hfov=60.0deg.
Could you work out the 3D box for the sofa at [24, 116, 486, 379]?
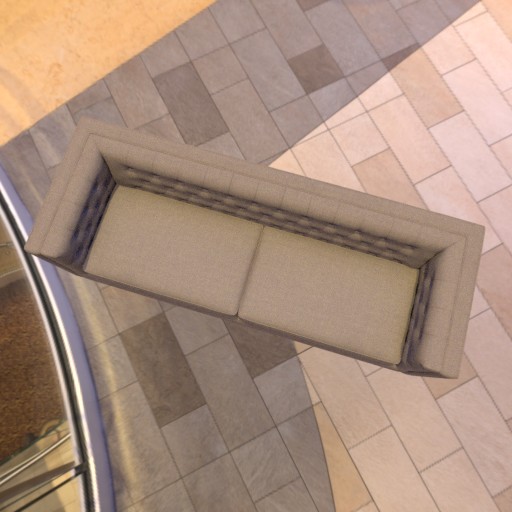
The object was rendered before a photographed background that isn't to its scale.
[{"bbox_3d":[0.000,0.000,2.547,2.159,0.762,0.775,16,77,4],"label":"sofa"}]
